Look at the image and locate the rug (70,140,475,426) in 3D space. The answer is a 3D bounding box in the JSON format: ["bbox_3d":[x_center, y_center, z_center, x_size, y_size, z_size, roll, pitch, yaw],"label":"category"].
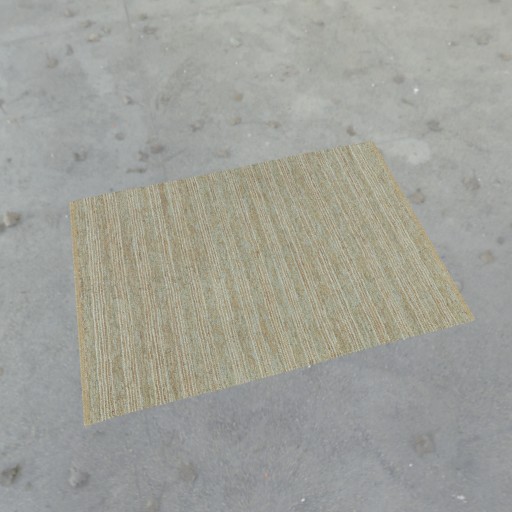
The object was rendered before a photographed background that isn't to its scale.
[{"bbox_3d":[0.000,0.000,2.292,1.824,0.010,1.240,-13,59,-8],"label":"rug"}]
